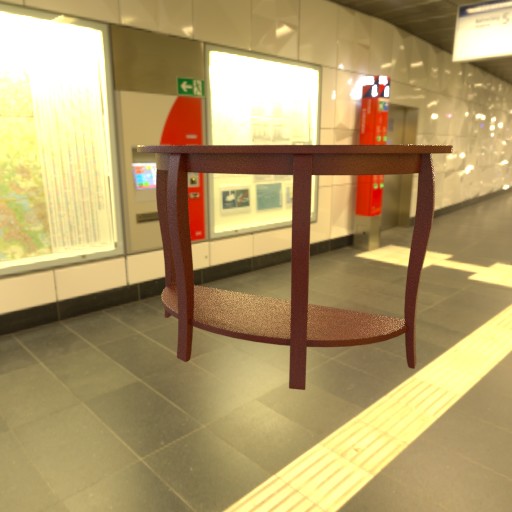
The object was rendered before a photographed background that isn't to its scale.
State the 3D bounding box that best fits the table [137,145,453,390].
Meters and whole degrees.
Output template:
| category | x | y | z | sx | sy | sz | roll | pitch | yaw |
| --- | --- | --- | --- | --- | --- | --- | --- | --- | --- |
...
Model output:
| category | x | y | z | sx | sy | sz | roll | pitch | yaw |
| --- | --- | --- | --- | --- | --- | --- | --- | --- | --- |
| table | 0.000 | 0.000 | 1.611 | 1.219 | 0.779 | 0.405 | 7 | 15 | 26 |
